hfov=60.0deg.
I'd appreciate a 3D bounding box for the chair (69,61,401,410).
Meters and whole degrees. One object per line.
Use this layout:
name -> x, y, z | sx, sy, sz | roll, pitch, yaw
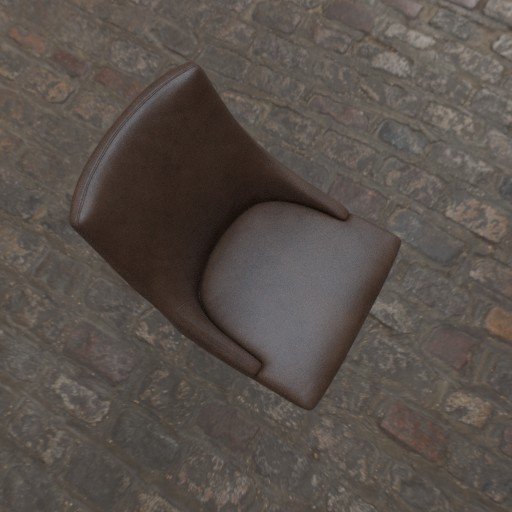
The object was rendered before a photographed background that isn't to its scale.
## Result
chair -> 0.000, 0.000, 1.492 | 0.861, 0.909, 0.701 | 30, 76, 8
